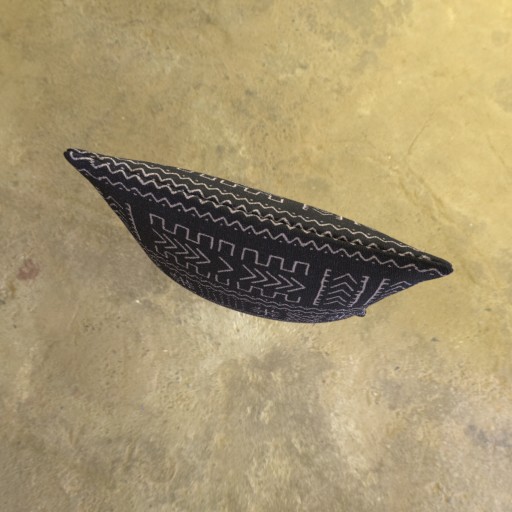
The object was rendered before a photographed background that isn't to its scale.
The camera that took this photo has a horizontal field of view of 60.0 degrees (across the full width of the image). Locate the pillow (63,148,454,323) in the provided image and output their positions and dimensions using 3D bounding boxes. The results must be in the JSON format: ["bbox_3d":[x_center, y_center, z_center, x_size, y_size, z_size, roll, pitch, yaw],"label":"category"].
[{"bbox_3d":[0.000,0.000,0.667,0.438,0.430,0.164,17,77,4],"label":"pillow"}]
